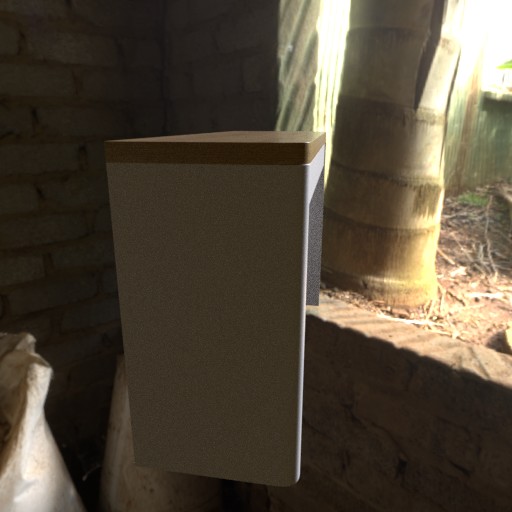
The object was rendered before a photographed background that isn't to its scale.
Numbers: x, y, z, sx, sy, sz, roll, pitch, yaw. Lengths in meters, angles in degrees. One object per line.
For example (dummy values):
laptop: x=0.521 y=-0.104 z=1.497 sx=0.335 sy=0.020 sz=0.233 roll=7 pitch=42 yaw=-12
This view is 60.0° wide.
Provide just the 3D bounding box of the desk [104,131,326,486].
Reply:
desk: x=0.000 y=0.000 z=1.438 sx=0.390 sy=0.760 sz=1.100 roll=3 pitch=17 yaw=10
